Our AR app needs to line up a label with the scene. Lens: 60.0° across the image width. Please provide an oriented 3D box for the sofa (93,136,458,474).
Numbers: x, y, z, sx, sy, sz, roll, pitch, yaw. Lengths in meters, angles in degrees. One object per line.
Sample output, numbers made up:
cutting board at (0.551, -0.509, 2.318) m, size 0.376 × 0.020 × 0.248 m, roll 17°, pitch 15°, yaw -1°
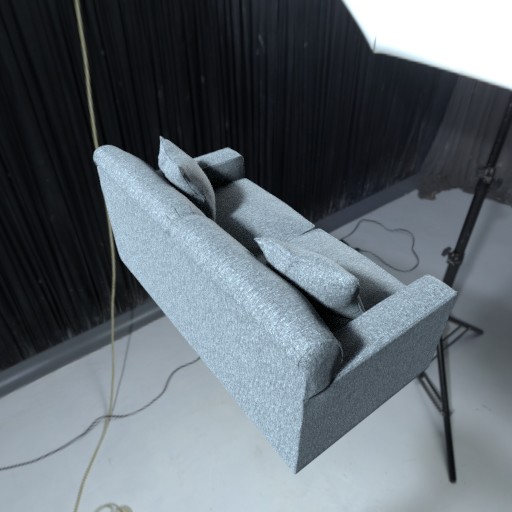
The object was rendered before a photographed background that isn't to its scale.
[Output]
sofa at (0.000, 0.000, 2.450) m, size 0.998 × 0.958 × 1.846 m, roll -25°, pitch 46°, yaw -28°
